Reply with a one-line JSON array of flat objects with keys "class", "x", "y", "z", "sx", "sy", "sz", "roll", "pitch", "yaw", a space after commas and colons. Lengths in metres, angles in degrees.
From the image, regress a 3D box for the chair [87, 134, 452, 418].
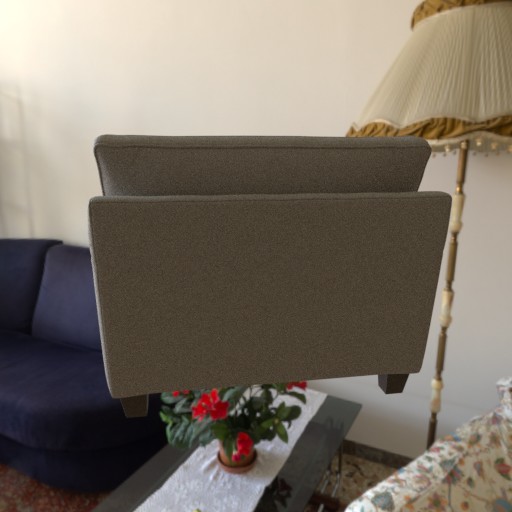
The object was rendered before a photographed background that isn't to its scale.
[{"class": "chair", "x": 0.000, "y": 0.000, "z": 1.961, "sx": 1.220, "sy": 1.016, "sz": 1.040, "roll": -2, "pitch": 13, "yaw": -9}]
